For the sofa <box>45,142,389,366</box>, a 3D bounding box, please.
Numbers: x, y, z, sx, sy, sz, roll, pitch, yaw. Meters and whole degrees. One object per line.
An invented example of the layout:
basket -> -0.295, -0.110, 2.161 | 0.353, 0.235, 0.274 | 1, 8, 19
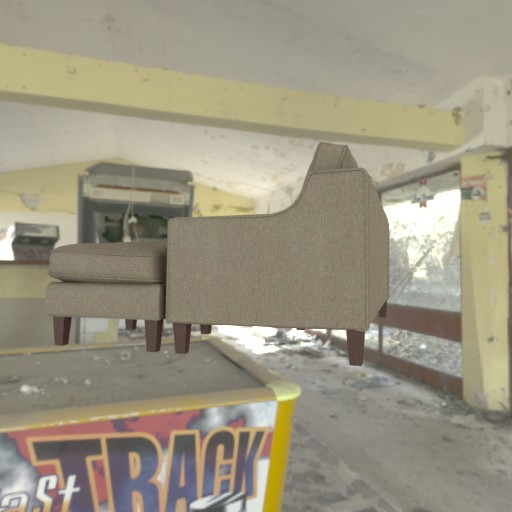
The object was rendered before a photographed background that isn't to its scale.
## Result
sofa -> 0.000, 0.000, 3.341 | 1.858, 1.081, 2.317 | -1, -2, 19
